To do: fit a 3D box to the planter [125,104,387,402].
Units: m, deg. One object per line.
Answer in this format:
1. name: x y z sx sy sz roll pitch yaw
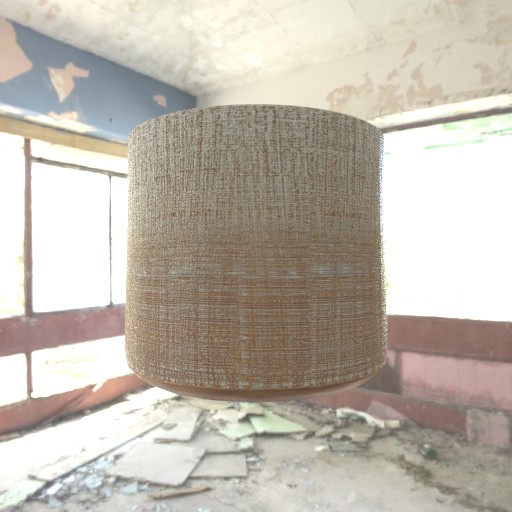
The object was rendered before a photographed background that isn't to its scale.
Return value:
1. planter: 0.000 0.000 0.191 0.109 0.096 0.109 0 0 0
